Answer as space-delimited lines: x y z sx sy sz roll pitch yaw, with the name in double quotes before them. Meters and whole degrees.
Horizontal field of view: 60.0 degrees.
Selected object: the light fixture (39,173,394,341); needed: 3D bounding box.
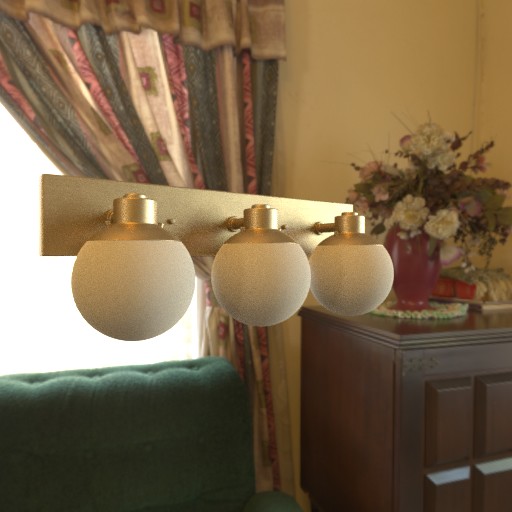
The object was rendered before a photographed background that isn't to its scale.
"light fixture" 0.000 0.000 0.848 0.721 0.263 0.218 0 0 -36
